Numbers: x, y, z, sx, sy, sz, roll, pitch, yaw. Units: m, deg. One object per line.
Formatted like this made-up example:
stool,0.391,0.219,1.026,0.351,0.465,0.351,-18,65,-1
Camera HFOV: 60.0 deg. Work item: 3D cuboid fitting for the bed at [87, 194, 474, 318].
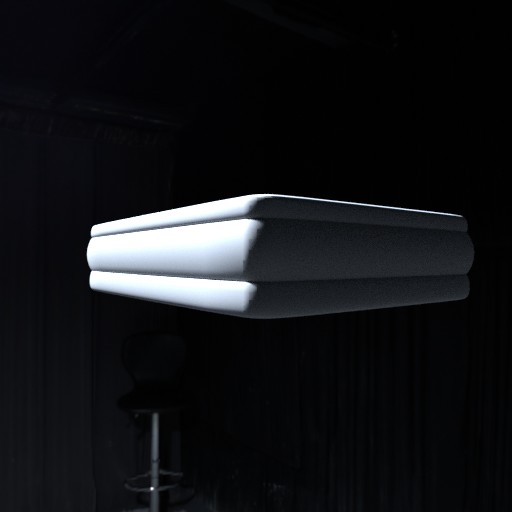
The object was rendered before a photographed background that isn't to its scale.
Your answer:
bed,0.000,0.000,2.694,1.520,0.460,2.036,0,-1,-37
